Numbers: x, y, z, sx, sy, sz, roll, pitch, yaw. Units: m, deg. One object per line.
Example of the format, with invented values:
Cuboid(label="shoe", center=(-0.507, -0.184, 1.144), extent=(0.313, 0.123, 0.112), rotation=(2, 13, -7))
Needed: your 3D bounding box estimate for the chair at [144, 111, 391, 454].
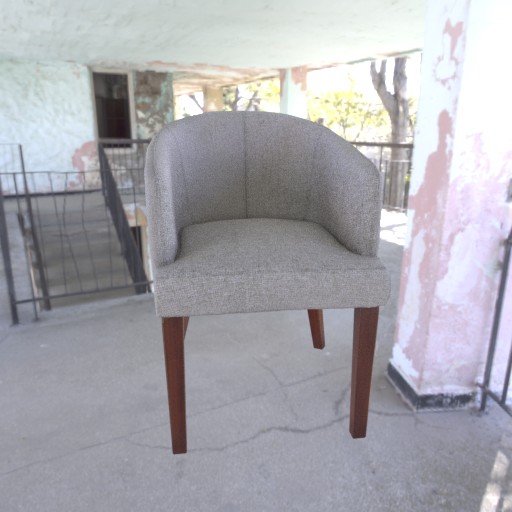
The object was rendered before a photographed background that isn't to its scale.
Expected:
Cuboid(label="chair", center=(0.000, 0.000, 1.267), extent=(0.583, 0.811, 0.655), rotation=(-2, 16, -8))
